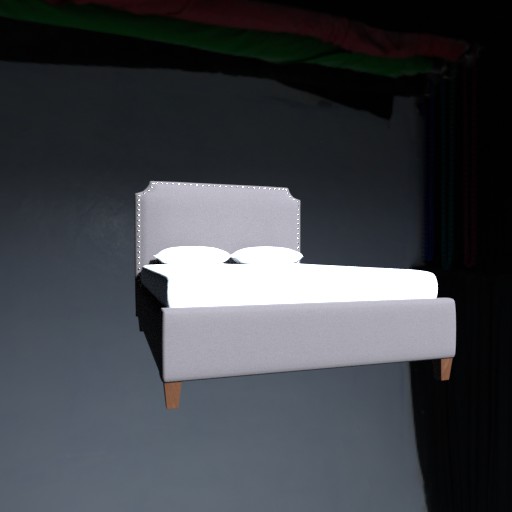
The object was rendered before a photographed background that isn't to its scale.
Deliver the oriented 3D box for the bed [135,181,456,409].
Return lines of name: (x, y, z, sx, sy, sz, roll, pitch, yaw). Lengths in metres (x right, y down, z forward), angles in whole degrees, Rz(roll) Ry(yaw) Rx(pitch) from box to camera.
bed: (0.000, 0.000, 3.431, 1.713, 1.443, 2.372, 0, 0, -18)
